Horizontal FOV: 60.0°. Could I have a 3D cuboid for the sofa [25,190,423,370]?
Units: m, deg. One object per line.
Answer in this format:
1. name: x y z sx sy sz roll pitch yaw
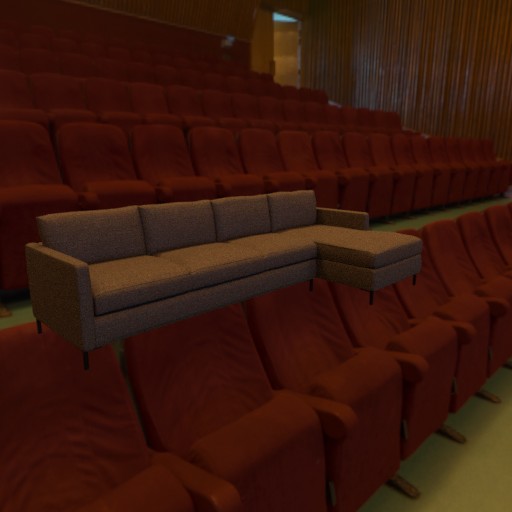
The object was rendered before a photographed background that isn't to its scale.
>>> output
1. sofa: 0.000 0.000 3.748 3.221 0.892 1.483 -13 18 -43
